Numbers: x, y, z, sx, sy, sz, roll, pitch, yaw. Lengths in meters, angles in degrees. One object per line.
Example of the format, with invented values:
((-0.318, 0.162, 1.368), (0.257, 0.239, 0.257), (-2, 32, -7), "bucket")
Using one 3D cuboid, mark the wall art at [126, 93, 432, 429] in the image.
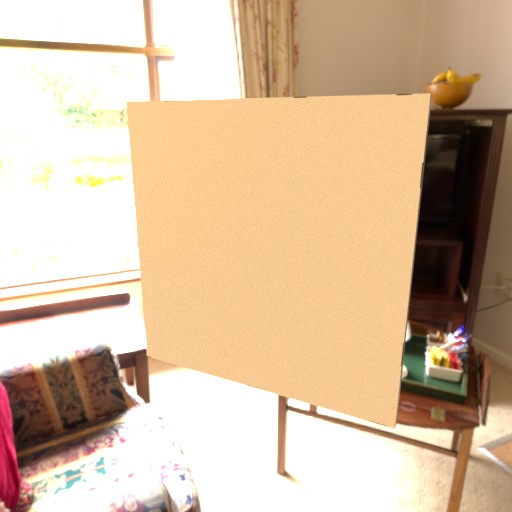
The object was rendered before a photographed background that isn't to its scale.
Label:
((0.000, 0.000, 0.662), (0.446, 0.445, 0.014), (8, 19, 26), "wall art")
